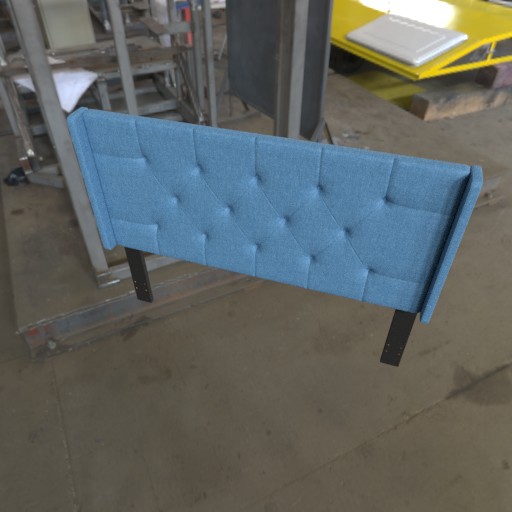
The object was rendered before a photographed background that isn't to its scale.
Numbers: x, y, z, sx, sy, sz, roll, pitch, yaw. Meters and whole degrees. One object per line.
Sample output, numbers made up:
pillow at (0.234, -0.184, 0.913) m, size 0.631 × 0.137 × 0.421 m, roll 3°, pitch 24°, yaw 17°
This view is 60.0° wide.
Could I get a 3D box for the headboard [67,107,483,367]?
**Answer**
headboard at (0.000, 0.000, 2.647) m, size 2.051 × 1.524 × 0.184 m, roll 12°, pitch 43°, yaw 14°
